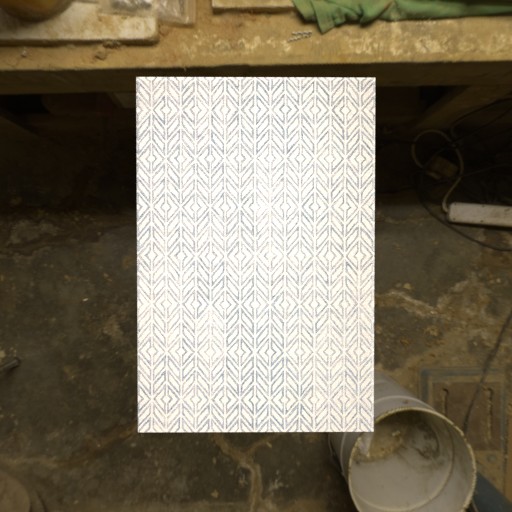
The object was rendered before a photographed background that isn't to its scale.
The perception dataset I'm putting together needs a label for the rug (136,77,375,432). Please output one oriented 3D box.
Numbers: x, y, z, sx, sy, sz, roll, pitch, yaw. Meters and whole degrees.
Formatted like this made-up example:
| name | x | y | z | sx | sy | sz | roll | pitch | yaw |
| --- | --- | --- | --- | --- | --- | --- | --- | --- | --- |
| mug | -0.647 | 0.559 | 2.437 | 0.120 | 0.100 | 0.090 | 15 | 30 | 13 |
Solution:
| name | x | y | z | sx | sy | sz | roll | pitch | yaw |
| --- | --- | --- | --- | --- | --- | --- | --- | --- | --- |
| rug | 0.000 | 0.000 | 2.280 | 1.220 | 0.008 | 1.824 | 0 | 91 | 0 |
